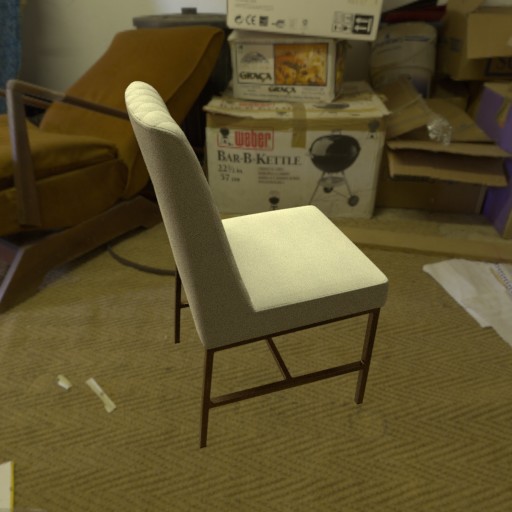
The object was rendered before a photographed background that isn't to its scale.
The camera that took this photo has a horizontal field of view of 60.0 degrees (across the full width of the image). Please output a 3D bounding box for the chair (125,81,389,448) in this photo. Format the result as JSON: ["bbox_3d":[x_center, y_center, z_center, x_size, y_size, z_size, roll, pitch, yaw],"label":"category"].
[{"bbox_3d":[0.000,0.000,1.287,0.597,0.933,0.503,-10,33,-15],"label":"chair"}]
